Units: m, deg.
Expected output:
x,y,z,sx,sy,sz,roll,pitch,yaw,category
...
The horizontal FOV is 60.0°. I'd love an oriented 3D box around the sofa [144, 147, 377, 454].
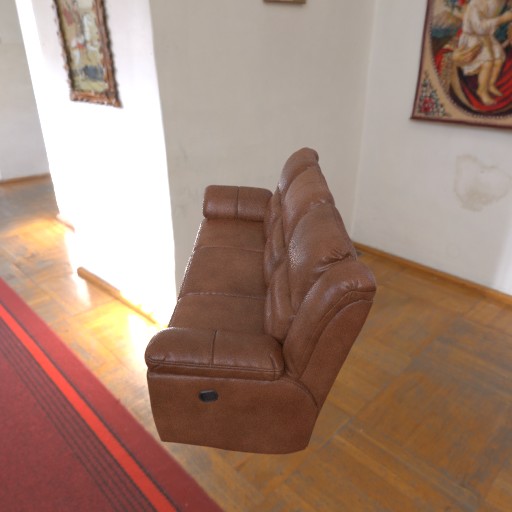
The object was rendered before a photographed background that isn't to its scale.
x,y,z,sx,sy,sz,roll,pitch,yaw,category
0.000,0.000,2.886,0.991,1.043,2.337,0,27,1,sofa
